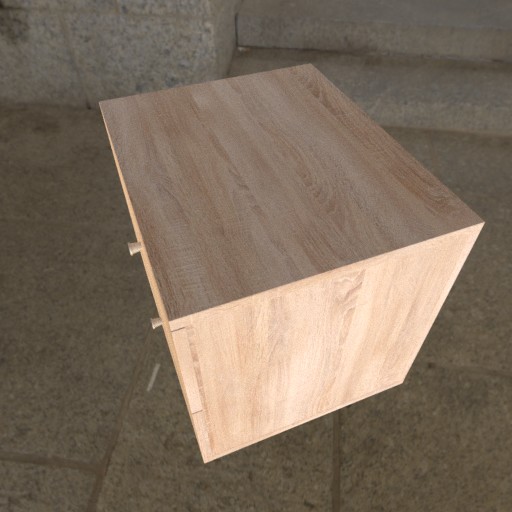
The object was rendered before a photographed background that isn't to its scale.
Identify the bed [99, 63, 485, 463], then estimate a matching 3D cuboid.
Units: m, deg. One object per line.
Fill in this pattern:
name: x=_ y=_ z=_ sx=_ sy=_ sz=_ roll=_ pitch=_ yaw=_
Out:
bed: x=0.000 y=0.000 z=0.772 sx=0.401 sy=0.420 sz=0.460 roll=-16 pitch=49 yaw=-15
